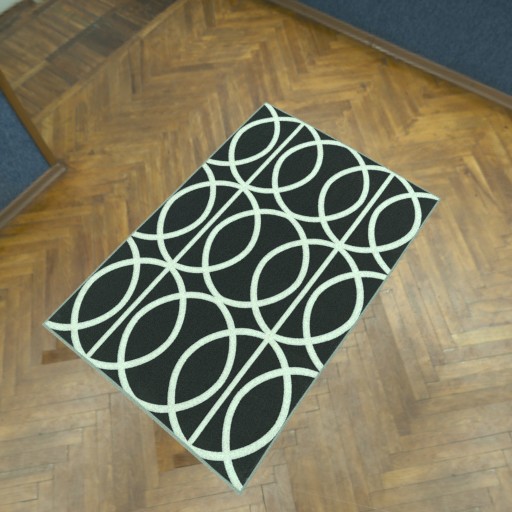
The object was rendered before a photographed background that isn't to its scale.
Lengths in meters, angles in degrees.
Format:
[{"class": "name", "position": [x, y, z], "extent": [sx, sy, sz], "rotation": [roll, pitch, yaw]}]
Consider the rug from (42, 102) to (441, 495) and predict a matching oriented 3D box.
[{"class": "rug", "position": [0.000, 0.000, 2.878], "extent": [1.526, 0.014, 2.290], "rotation": [34, 68, 16]}]
